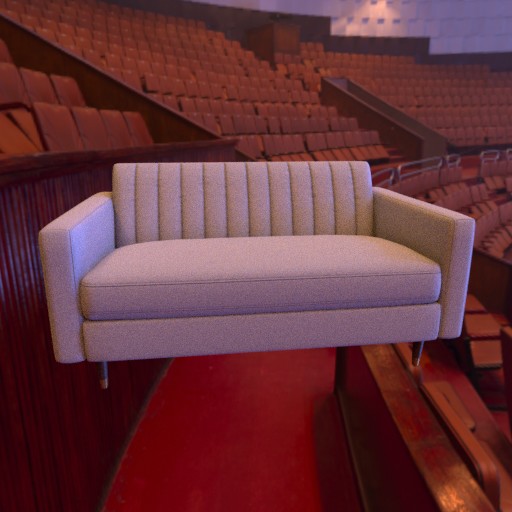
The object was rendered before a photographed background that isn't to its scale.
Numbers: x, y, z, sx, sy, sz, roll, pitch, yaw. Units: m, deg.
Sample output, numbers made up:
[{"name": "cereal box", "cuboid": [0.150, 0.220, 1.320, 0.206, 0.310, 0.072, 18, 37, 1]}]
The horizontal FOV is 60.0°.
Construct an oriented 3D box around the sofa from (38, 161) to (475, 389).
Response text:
[{"name": "sofa", "cuboid": [0.000, 0.000, 2.062, 1.585, 0.801, 0.950, -2, 16, -7]}]
